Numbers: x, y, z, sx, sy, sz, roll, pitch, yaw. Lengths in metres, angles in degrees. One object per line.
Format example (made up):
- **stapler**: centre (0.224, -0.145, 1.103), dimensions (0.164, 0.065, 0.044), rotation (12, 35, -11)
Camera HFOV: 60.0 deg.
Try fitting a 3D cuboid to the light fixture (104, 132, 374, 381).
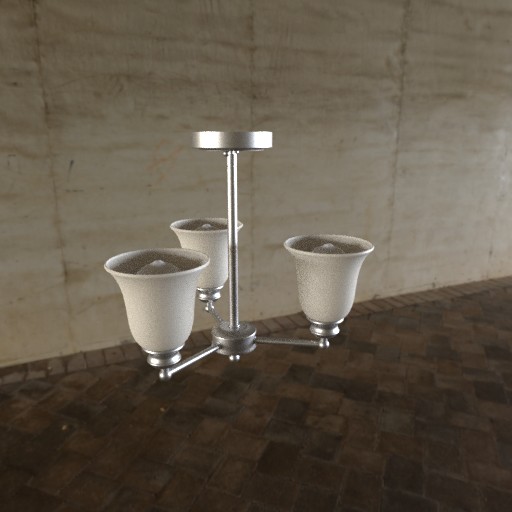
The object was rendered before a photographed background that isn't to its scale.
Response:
- **light fixture**: centre (0.000, 0.000, 0.688), dimensions (0.354, 0.370, 0.388), rotation (2, 15, 8)
